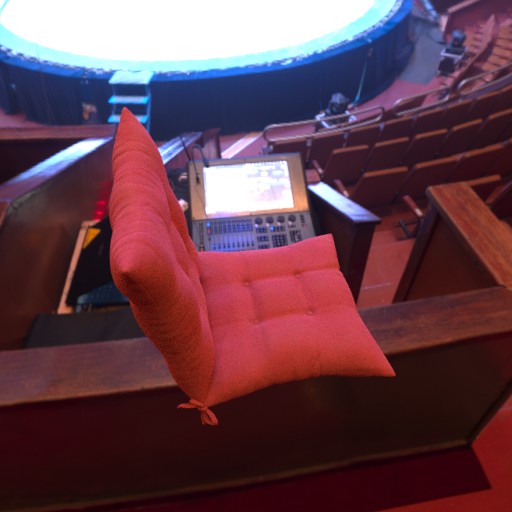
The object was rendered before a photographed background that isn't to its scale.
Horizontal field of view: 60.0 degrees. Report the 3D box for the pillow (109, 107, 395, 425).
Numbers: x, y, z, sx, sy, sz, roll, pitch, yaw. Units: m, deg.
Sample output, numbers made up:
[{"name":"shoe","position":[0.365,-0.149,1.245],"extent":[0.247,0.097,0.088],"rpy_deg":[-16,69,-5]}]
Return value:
[{"name":"pillow","position":[0.000,0.000,1.029],"extent":[0.585,0.536,0.541],"rpy_deg":[-8,46,-8]}]
